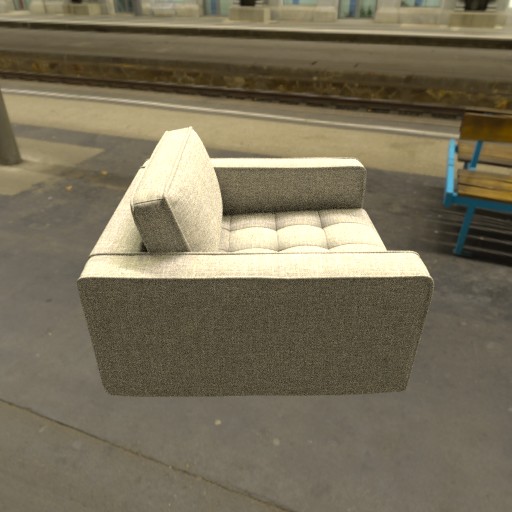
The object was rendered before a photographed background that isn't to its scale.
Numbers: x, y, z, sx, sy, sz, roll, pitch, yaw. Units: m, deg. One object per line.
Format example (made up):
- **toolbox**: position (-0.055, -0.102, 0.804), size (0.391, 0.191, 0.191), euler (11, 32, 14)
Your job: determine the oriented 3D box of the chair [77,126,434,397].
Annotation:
- **chair**: position (0.000, 0.000, 1.562), size (0.914, 0.765, 0.889), euler (0, 32, -1)
